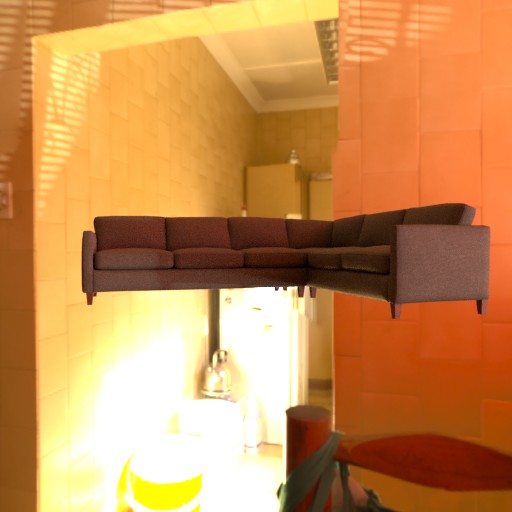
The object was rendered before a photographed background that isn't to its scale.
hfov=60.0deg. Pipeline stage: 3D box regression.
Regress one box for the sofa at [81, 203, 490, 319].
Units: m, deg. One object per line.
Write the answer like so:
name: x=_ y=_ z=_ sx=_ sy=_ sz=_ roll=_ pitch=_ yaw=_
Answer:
sofa: x=0.000 y=0.000 z=4.370 sx=3.302 sy=0.947 sz=2.593 roll=0 pitch=1 yaw=-17
